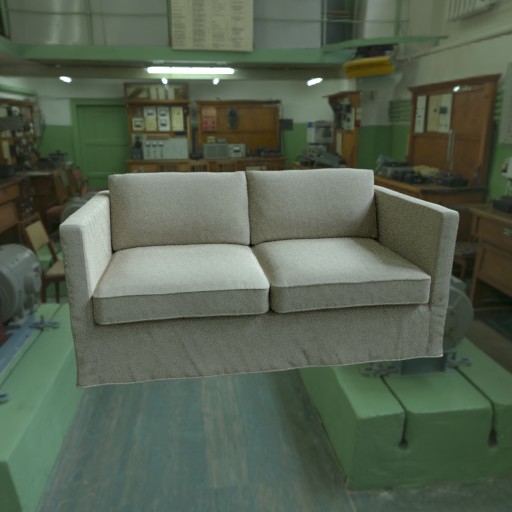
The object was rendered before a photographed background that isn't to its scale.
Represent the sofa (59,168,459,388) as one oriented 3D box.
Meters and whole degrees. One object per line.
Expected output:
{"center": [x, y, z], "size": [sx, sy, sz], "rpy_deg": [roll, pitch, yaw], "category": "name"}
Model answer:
{"center": [0.000, 0.000, 2.330], "size": [1.719, 0.835, 0.962], "rpy_deg": [-3, 17, -9], "category": "sofa"}
